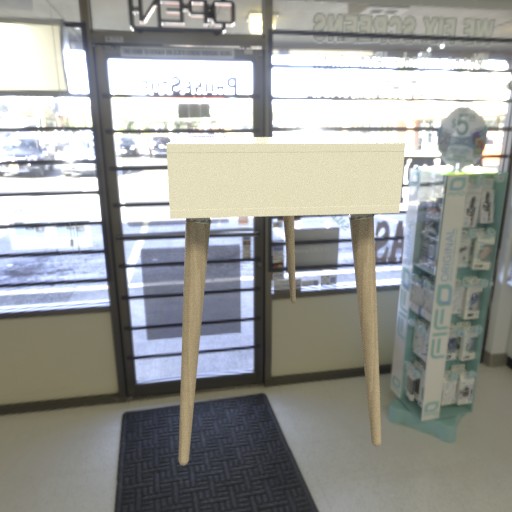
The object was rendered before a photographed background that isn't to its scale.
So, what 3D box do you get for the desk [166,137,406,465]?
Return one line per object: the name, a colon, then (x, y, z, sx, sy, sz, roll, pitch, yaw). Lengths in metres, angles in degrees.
desk: (0.000, 0.000, 1.418, 0.491, 0.723, 0.979, -2, 16, -7)
